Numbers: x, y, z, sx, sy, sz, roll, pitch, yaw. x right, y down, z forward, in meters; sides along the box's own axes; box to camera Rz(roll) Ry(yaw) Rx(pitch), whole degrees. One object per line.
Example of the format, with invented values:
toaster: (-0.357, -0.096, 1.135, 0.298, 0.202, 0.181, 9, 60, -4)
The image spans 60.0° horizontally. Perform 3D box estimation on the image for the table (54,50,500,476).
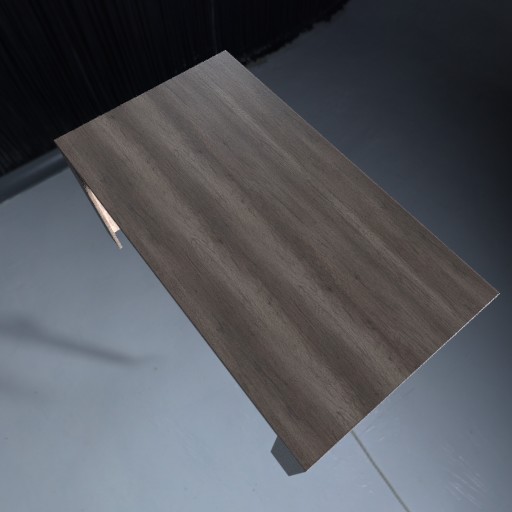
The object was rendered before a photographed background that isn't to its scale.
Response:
table: (0.000, 0.000, 2.048, 0.900, 0.775, 1.600, -35, 68, -17)
